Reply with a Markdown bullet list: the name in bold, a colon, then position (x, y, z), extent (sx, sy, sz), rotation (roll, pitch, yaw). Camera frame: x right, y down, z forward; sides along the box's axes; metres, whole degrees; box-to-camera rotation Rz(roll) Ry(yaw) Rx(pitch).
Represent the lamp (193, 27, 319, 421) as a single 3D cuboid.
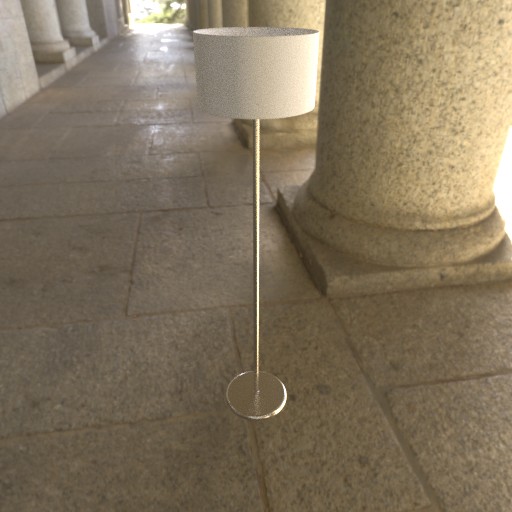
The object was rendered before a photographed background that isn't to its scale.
- **lamp**: position (0.000, 0.000, 1.591), extent (0.347, 1.443, 0.347), rotation (-22, 37, -32)
